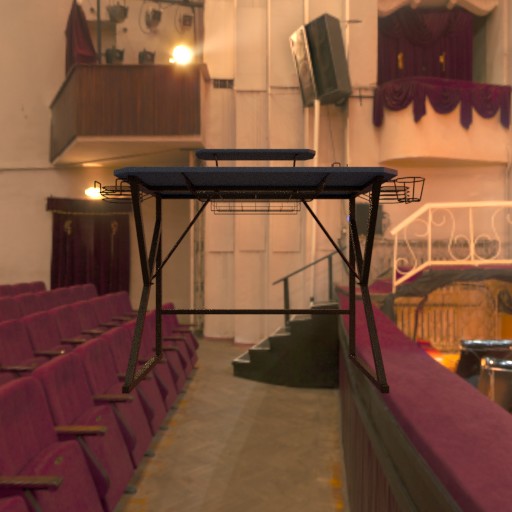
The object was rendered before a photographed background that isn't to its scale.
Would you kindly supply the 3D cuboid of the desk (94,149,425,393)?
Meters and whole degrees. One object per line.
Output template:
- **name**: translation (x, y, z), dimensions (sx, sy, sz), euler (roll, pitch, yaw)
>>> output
- **desk**: translation (0.000, 0.000, 1.757), dimensions (1.295, 0.909, 0.594), euler (0, 0, 0)
